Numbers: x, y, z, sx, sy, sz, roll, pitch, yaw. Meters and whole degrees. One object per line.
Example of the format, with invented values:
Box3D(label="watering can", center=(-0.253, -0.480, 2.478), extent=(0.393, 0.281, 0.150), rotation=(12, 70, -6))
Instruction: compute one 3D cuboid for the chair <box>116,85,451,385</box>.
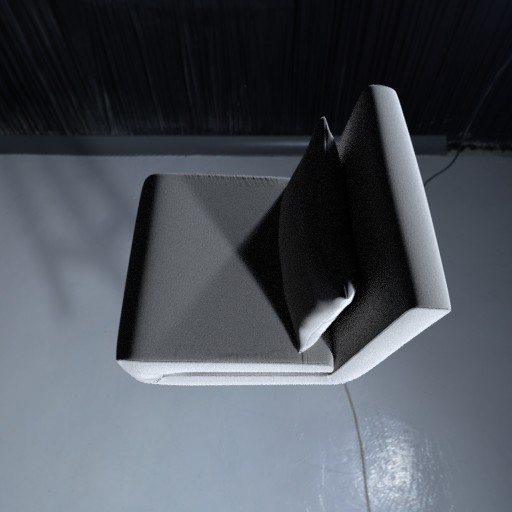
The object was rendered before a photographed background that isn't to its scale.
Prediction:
Box3D(label="chair", center=(0.000, 0.000, 1.514), extent=(0.902, 0.808, 0.770), rotation=(0, 59, 0))
